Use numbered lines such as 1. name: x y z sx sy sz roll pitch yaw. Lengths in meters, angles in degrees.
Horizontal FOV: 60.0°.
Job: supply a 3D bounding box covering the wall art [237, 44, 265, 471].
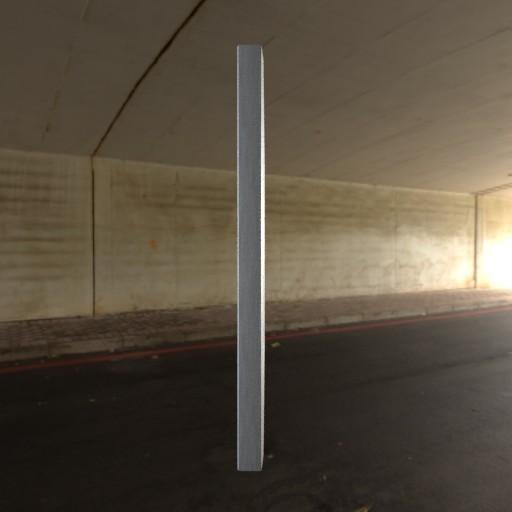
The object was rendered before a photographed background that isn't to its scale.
1. wall art: 0.000 0.000 0.752 0.028 0.457 0.556 0 1 1
